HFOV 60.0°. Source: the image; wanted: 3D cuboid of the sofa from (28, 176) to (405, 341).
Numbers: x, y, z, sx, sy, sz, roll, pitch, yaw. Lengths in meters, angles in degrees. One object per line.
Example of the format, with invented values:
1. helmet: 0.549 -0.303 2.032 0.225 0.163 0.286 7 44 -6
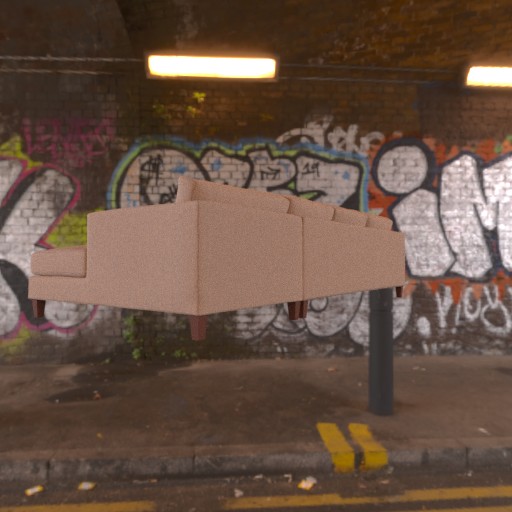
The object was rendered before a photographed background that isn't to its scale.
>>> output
1. sofa: 0.000 0.000 3.888 1.625 0.861 3.186 0 -1 36
